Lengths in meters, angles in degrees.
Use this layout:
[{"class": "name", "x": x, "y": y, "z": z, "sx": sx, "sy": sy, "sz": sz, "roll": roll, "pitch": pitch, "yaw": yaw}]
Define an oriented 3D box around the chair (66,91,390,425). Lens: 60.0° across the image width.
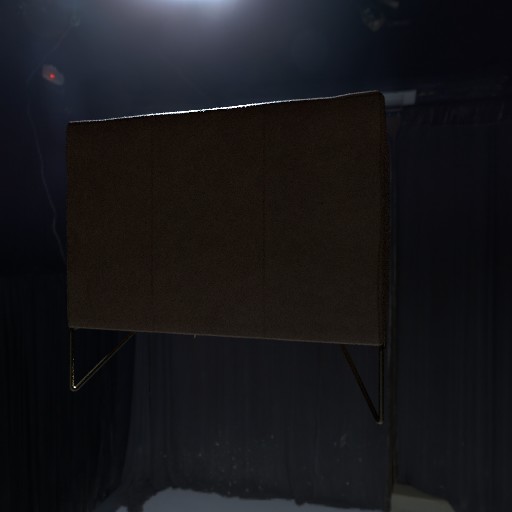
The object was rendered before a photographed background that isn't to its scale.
[{"class": "chair", "x": 0.000, "y": 0.000, "z": 1.588, "sx": 0.920, "sy": 0.797, "sz": 0.912, "roll": 0, "pitch": 1, "yaw": 17}]
